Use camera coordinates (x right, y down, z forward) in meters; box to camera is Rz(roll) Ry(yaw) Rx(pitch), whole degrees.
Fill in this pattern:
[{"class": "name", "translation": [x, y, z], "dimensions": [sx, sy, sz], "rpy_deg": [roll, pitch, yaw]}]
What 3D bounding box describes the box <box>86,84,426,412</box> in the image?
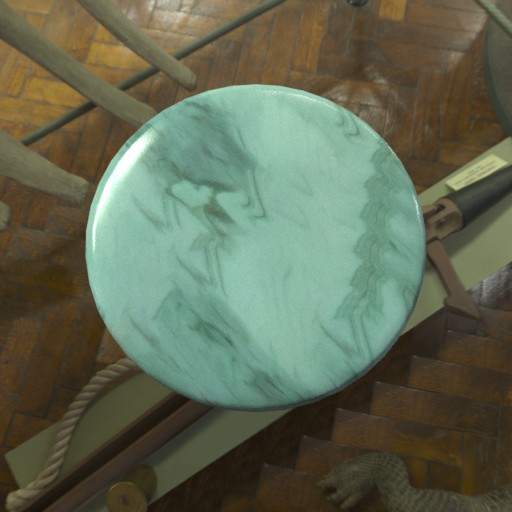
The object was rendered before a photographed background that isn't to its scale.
[{"class": "box", "translation": [0.000, 0.000, 0.157], "dimensions": [0.101, 0.063, 0.101], "rpy_deg": [0, 75, 0]}]
